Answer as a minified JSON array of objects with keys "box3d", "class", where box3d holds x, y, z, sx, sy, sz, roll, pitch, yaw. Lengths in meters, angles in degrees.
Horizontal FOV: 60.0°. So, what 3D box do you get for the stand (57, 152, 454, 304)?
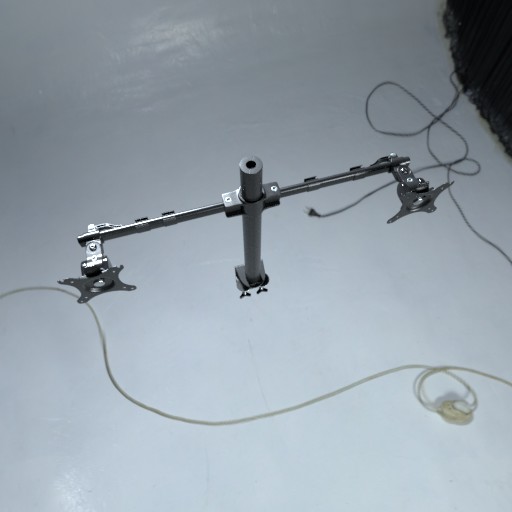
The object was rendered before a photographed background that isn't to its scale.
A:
[{"box3d":[0.000,0.000,1.050,0.743,0.603,0.150,-15,64,-7],"class":"stand"}]
